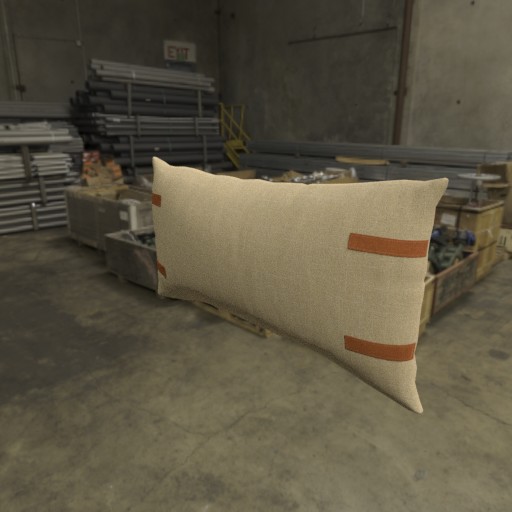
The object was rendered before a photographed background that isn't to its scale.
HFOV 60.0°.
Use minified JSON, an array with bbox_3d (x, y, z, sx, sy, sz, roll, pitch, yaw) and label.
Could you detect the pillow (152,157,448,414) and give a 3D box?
[{"bbox_3d":[0.000,0.000,0.743,0.612,0.308,0.148,16,23,42],"label":"pillow"}]
